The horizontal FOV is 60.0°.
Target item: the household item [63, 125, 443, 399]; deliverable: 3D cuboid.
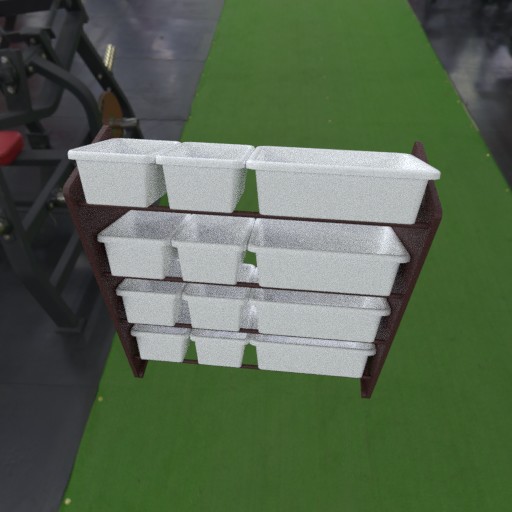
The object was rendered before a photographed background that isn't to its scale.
[{"bbox_3d":[0.000,0.000,1.293,0.787,0.864,0.389,4,46,4],"label":"household item"}]
